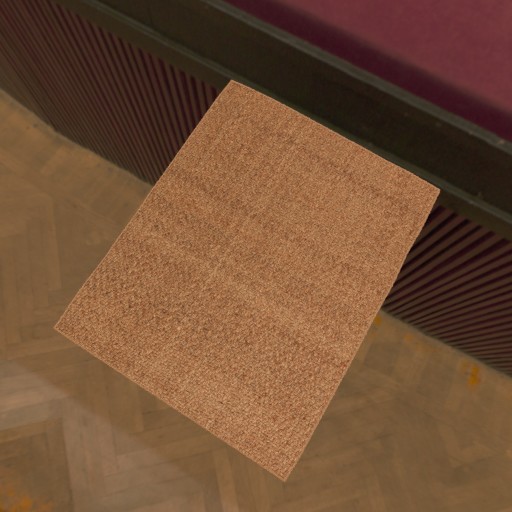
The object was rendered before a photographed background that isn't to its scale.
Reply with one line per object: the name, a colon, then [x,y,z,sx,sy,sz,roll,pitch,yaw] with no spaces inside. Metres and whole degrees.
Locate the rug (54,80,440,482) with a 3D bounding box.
rug: [0.000,0.000,4.136,2.439,0.013,3.048,30,77,8]
